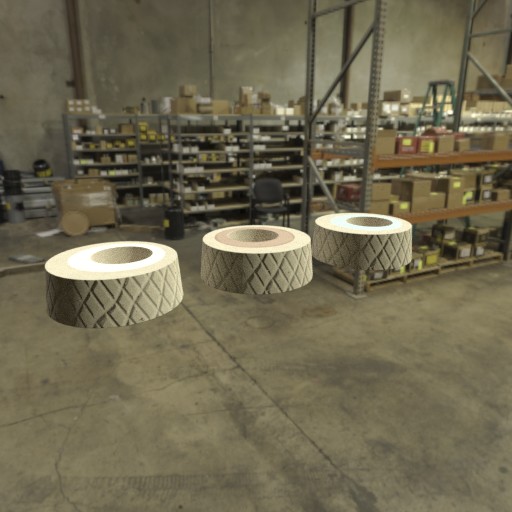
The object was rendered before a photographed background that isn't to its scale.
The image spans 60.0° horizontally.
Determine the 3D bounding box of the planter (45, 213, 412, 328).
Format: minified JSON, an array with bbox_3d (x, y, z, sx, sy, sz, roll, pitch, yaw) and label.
[{"bbox_3d":[0.000,0.000,0.446,0.390,0.038,0.114,-9,20,-27],"label":"planter"}]
